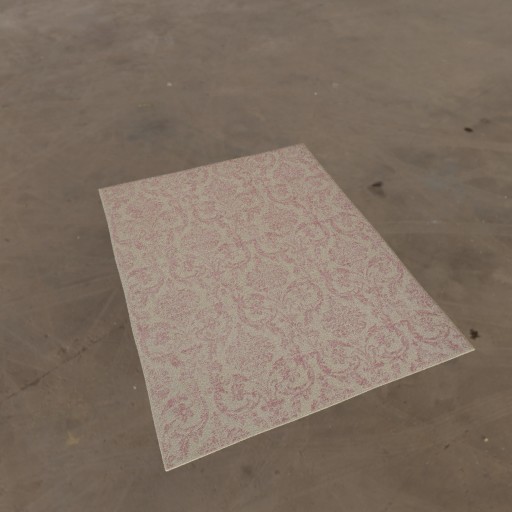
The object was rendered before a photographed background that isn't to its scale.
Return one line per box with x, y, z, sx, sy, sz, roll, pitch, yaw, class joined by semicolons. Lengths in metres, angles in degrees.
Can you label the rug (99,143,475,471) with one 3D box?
0.000;0.000;3.974;2.363;0.012;2.980;-16;49;-14;rug
